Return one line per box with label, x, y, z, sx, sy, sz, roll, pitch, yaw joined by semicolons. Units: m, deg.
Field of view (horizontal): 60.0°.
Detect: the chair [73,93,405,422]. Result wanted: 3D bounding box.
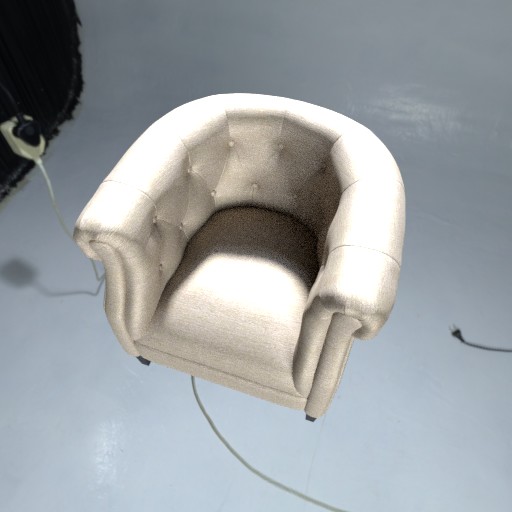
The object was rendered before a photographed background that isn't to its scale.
chair;0.000;0.000;1.604;0.905;0.827;0.852;16;58;10
